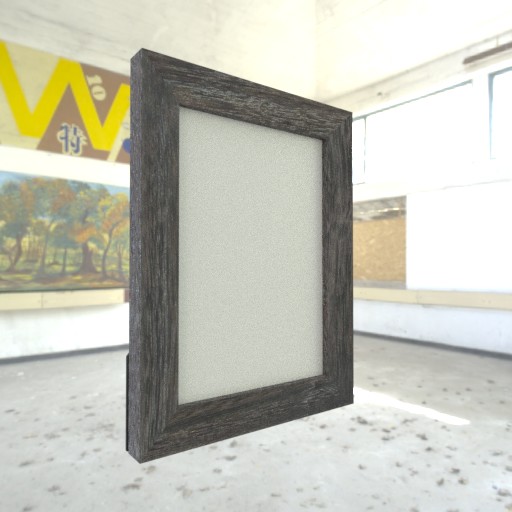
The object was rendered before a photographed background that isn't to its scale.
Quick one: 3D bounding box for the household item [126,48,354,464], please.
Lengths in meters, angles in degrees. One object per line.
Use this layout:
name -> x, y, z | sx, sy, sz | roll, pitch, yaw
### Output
household item -> 0.000, 0.000, 0.280 | 0.160, 0.210, 0.020 | 1, -1, -37
